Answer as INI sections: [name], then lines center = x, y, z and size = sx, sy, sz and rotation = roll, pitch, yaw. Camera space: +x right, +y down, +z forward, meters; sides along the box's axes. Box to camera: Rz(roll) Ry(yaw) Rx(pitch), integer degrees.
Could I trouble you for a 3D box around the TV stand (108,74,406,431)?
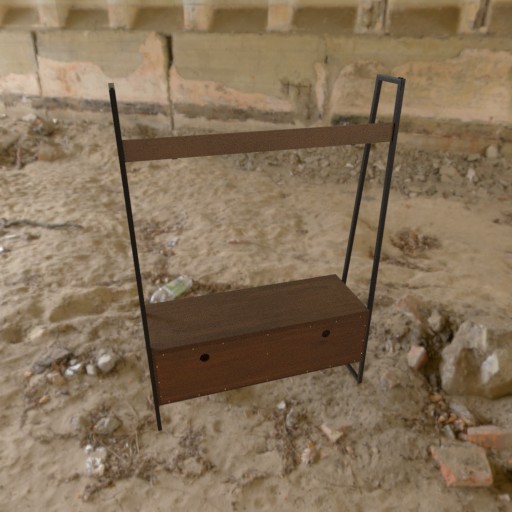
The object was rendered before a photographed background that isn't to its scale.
[TV stand]
center = 0.000, 0.000, 2.361
size = 1.250, 1.772, 0.432
rotation = -8, 29, -15
